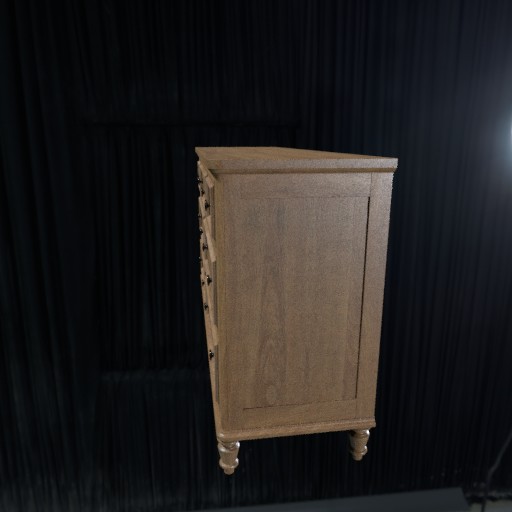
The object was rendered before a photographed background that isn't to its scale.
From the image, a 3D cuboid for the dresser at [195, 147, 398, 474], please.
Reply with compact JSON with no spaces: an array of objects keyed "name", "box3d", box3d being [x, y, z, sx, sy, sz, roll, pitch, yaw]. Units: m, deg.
[{"name":"dresser","box3d":[0.000,0.000,1.928,0.468,0.892,1.583,-2,15,-8]}]
